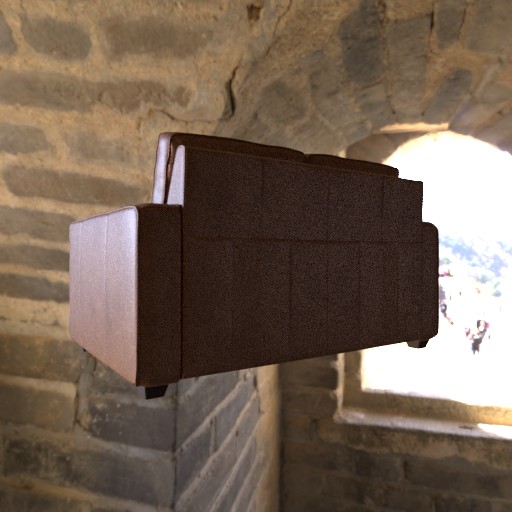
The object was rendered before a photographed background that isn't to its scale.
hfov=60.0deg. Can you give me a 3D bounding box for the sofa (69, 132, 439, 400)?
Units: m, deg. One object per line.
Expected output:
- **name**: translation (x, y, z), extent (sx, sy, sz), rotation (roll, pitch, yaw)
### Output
- **sofa**: translation (0.000, 0.000, 2.135), extent (1.532, 0.896, 1.020), rotation (0, 0, -33)
